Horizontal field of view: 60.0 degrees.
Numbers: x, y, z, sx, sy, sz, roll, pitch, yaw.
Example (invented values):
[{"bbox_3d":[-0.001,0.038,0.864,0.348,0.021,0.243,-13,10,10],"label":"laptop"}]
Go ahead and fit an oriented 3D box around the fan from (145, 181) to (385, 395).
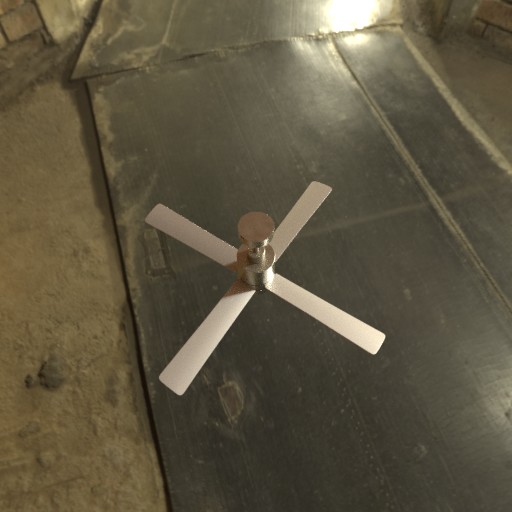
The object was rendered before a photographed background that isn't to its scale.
[{"bbox_3d":[0.000,0.000,2.315,1.525,0.539,1.525,30,64,17],"label":"fan"}]
